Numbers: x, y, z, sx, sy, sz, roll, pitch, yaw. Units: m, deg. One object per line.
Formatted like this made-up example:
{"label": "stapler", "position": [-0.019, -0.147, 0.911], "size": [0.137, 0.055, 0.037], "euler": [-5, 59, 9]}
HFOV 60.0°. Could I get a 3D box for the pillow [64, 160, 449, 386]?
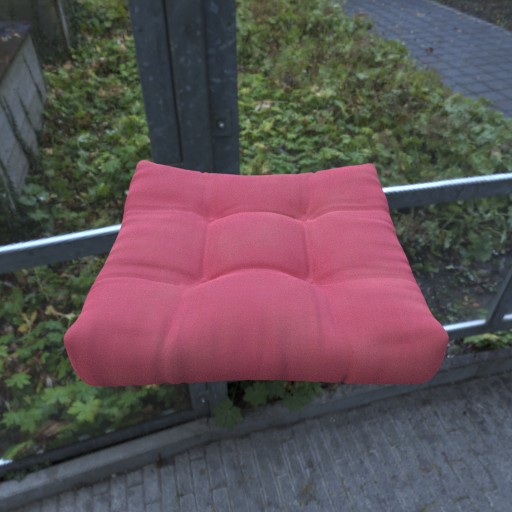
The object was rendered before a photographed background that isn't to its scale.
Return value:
{"label": "pillow", "position": [0.000, 0.000, 0.741], "size": [0.490, 0.128, 0.468], "euler": [0, 41, 0]}
